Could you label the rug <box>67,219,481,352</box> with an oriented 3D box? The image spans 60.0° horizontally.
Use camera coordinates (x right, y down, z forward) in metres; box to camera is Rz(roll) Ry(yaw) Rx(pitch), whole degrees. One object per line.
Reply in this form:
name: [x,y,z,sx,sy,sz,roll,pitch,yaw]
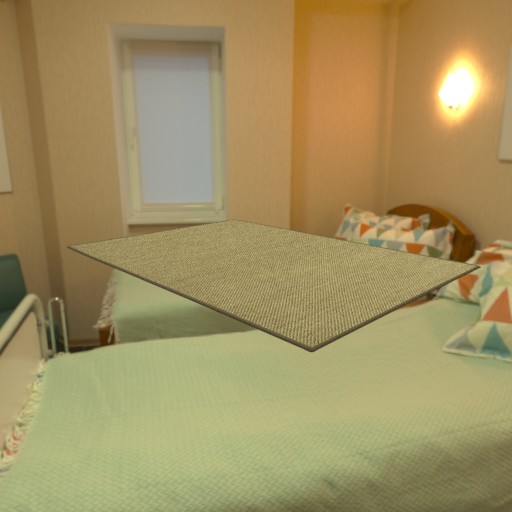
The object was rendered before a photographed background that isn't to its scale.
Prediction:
rug: [0.000,0.000,2.763,1.523,0.012,2.133,-14,20,-42]
